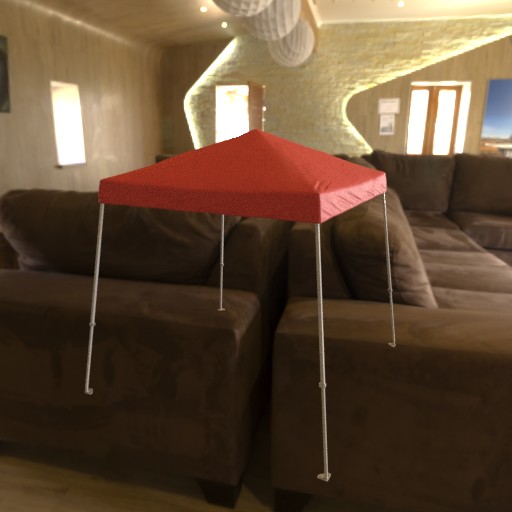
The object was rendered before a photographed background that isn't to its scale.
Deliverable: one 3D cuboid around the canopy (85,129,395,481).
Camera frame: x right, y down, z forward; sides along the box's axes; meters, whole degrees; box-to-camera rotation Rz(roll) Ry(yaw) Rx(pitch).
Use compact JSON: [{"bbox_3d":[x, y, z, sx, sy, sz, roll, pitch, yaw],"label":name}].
[{"bbox_3d":[0.000,0.000,6.536,3.599,3.600,3.600,8,17,27],"label":"canopy"}]
